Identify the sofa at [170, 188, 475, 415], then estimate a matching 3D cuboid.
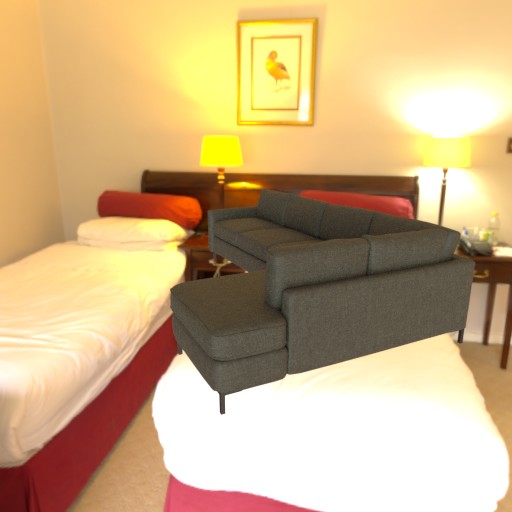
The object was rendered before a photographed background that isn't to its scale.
[{"bbox_3d":[0.000,0.000,3.921,1.984,0.858,2.972,-7,17,-26],"label":"sofa"}]
